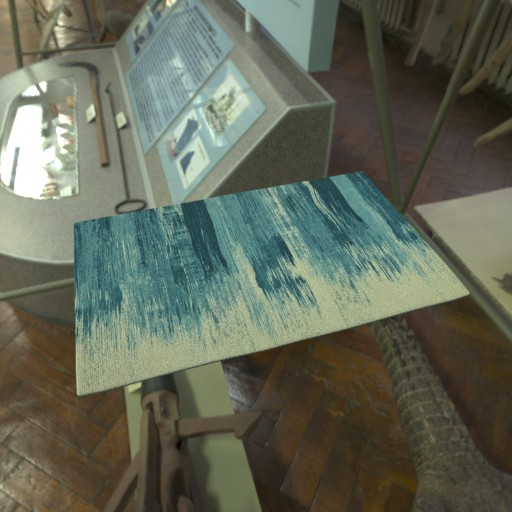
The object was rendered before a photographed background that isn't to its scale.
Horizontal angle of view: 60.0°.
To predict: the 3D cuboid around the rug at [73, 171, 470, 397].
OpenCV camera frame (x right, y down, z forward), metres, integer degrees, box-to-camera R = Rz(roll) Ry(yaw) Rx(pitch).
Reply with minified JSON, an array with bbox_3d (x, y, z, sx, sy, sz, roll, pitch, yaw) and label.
[{"bbox_3d":[0.000,0.000,3.115,2.450,0.027,1.540,-12,44,-12],"label":"rug"}]
